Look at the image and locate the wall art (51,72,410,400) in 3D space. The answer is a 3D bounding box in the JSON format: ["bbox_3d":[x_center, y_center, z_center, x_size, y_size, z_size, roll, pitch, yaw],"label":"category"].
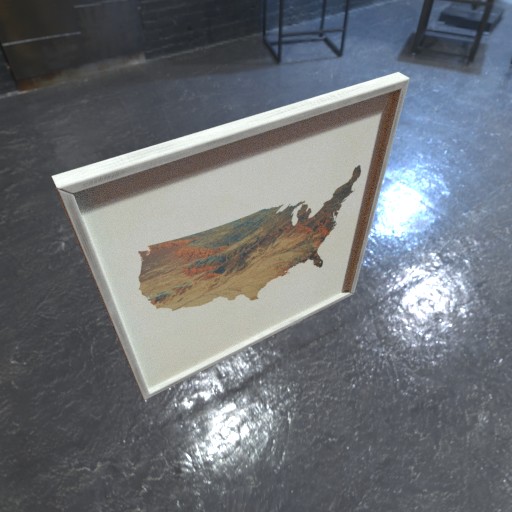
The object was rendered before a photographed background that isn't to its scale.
[{"bbox_3d":[0.000,0.000,0.448,0.303,0.303,0.015,-23,51,-20],"label":"wall art"}]
